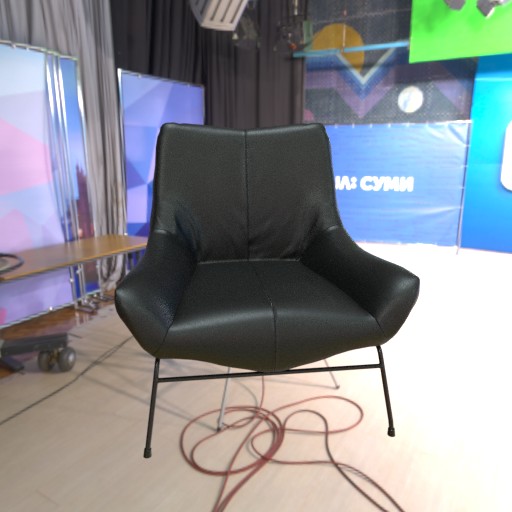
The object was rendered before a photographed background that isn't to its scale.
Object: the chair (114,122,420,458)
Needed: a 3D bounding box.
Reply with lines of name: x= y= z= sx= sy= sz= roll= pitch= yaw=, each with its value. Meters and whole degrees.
chair: x=0.000 y=0.000 z=1.552 sx=0.836 sy=0.922 sz=0.826 roll=-2 pitch=15 yaw=-7
